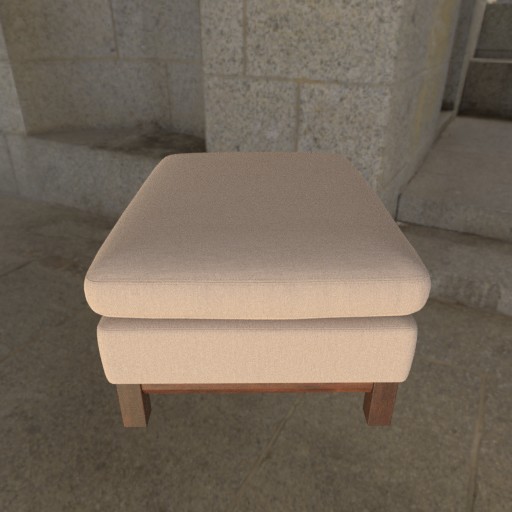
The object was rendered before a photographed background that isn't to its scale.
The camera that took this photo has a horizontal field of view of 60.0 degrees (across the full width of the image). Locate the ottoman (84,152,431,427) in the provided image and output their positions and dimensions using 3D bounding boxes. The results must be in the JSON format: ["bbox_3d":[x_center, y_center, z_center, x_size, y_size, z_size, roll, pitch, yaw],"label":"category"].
[{"bbox_3d":[0.000,0.000,1.128,0.606,0.420,0.771,0,28,0],"label":"ottoman"}]
